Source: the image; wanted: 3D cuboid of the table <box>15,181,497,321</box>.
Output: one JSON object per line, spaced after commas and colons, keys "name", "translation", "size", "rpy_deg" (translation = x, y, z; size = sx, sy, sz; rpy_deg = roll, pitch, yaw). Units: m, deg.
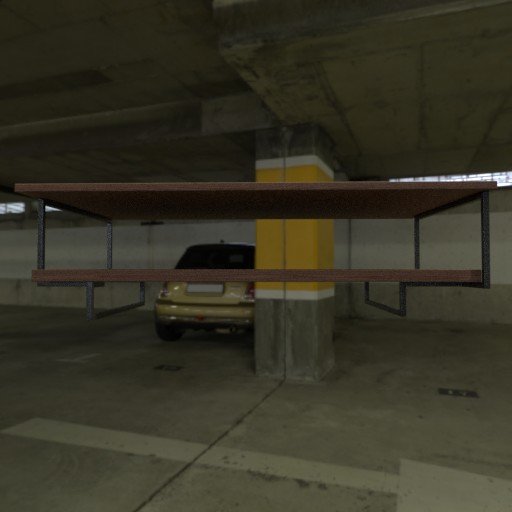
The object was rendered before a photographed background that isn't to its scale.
{"name": "table", "translation": [0.000, 0.000, 1.417], "size": [1.197, 0.347, 0.651], "rpy_deg": [0, -2, 2]}
